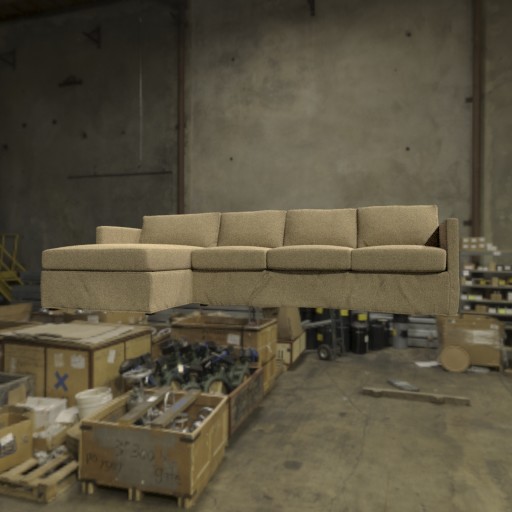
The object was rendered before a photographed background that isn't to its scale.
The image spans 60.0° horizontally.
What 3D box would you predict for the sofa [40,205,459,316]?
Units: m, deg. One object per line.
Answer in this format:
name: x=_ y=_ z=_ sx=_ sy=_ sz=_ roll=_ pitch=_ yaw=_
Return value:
sofa: x=0.000 y=0.000 z=3.832 sx=3.198 sy=0.920 sz=1.638 roll=0 pitch=0 yaw=18
